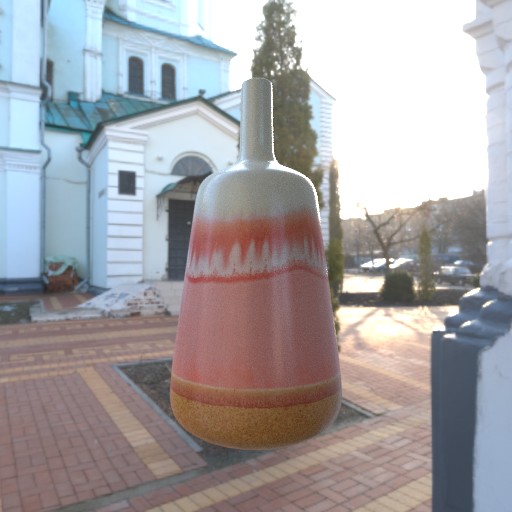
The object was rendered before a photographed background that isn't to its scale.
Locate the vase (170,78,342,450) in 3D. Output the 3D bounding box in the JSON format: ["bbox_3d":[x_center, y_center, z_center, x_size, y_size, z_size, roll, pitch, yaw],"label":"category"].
[{"bbox_3d":[0.000,0.000,0.381,0.144,0.296,0.144,0,-1,0],"label":"vase"}]
